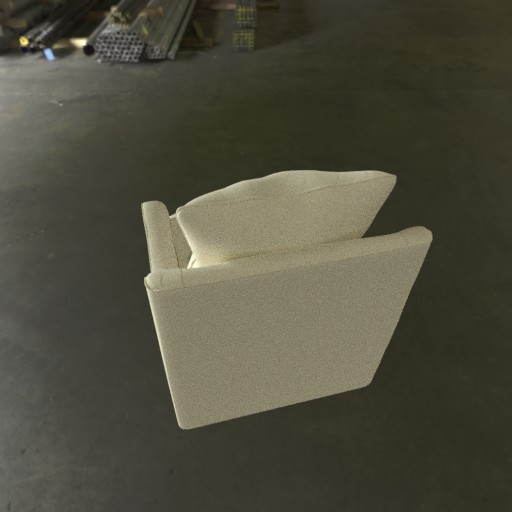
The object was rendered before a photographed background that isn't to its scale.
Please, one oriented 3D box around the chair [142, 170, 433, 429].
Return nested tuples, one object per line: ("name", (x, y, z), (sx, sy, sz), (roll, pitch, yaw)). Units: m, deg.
("chair", (0.000, 0.000, 1.608), (0.756, 0.965, 0.876), (-10, 42, -11))
